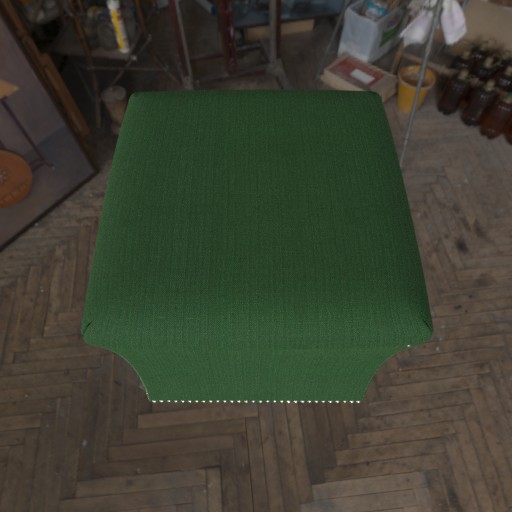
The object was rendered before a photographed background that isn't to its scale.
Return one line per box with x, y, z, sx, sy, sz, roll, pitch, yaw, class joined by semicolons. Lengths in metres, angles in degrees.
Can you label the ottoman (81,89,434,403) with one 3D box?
0.000;0.000;0.885;0.497;0.475;0.507;0;59;0;ottoman
